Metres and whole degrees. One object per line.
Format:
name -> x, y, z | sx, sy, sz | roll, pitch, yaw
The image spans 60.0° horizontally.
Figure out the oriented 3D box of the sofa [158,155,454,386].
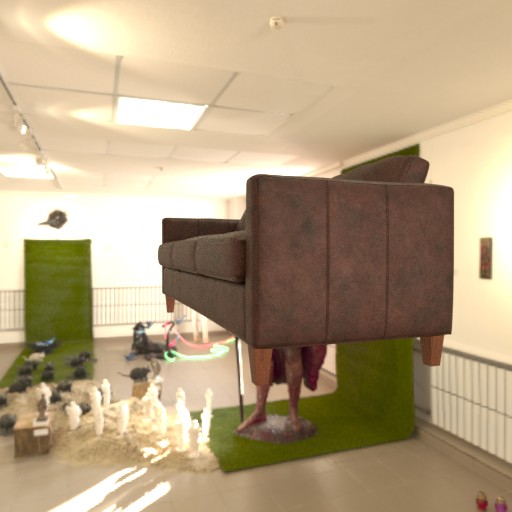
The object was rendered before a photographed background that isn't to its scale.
sofa -> 0.000, 0.000, 2.966 | 1.045, 1.006, 2.464 | 0, 1, -20
